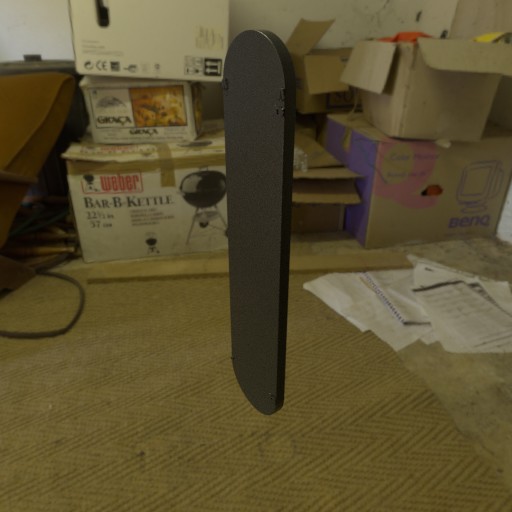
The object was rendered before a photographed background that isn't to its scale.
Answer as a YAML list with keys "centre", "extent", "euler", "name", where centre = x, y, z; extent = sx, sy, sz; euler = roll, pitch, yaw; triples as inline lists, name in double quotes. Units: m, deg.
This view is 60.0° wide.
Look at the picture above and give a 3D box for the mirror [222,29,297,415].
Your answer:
- centre: [0.000, 0.000, 1.089]
  extent: [0.032, 0.991, 0.222]
  euler: [-18, 32, -31]
  name: "mirror"
